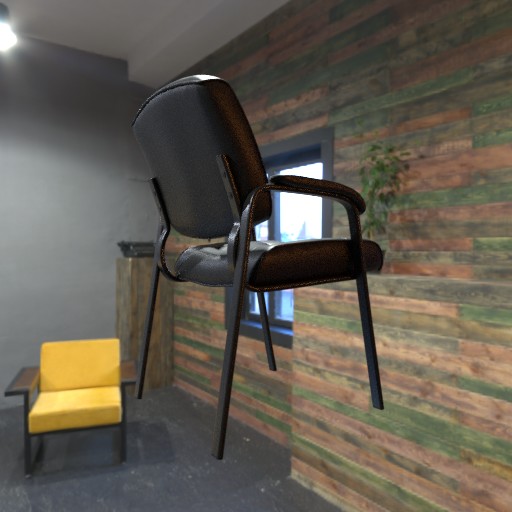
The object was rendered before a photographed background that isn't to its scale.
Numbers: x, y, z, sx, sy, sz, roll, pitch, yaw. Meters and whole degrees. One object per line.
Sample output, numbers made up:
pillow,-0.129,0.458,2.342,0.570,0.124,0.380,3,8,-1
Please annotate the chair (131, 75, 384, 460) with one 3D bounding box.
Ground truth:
chair,0.000,0.000,1.373,0.668,0.910,0.591,0,1,-35
